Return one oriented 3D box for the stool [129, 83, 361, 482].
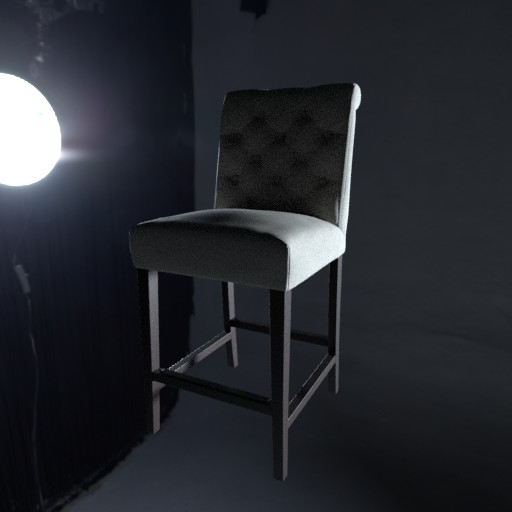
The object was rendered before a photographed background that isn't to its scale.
[{"bbox_3d":[0.000,0.000,1.373,0.493,1.040,0.601,7,15,27],"label":"stool"}]
